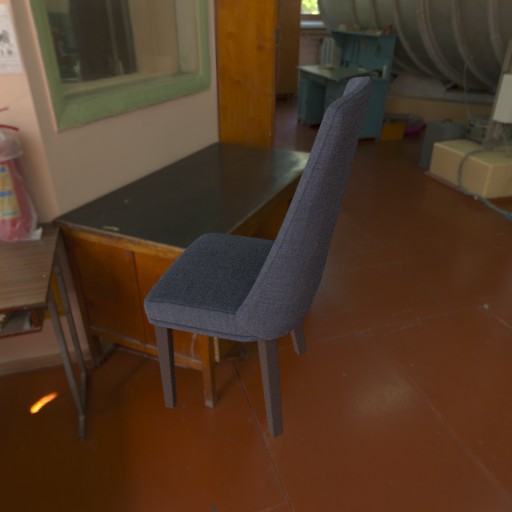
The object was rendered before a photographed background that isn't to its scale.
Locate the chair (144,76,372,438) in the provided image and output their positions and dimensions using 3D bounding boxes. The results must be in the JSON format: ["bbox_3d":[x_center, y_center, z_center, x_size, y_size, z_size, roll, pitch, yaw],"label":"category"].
[{"bbox_3d":[0.000,0.000,1.380,0.577,1.050,0.510,8,30,14],"label":"chair"}]
